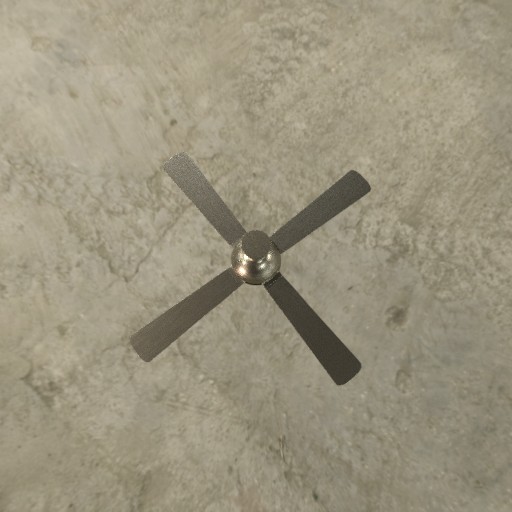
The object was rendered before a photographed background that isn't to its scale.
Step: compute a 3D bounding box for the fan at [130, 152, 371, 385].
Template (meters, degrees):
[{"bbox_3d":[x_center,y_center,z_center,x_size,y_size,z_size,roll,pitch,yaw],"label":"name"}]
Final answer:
[{"bbox_3d":[0.000,0.000,2.040,1.321,0.381,1.321,-17,75,-5],"label":"fan"}]
